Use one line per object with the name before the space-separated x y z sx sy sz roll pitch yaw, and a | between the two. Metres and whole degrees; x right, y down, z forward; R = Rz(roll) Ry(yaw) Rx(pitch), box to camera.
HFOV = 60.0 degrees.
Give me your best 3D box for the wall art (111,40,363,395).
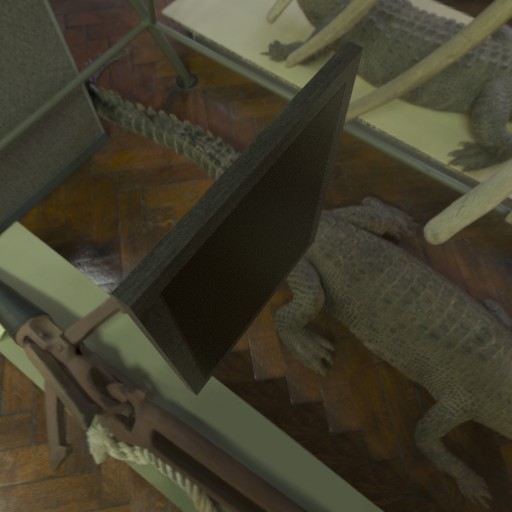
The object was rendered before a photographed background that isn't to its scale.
wall art | 0.000 0.000 0.805 0.027 0.580 0.479 33 68 15
